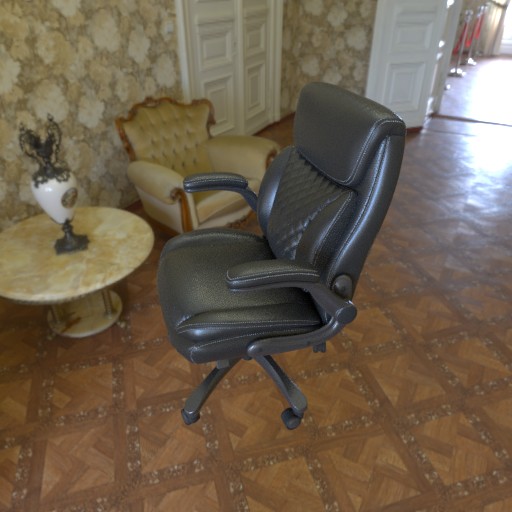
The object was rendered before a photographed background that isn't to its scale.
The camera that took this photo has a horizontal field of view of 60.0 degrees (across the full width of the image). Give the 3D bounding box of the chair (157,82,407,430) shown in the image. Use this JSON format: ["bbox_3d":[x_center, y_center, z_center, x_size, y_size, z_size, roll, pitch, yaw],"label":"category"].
[{"bbox_3d":[0.000,0.000,1.606,0.724,1.110,0.782,-9,33,-15],"label":"chair"}]
